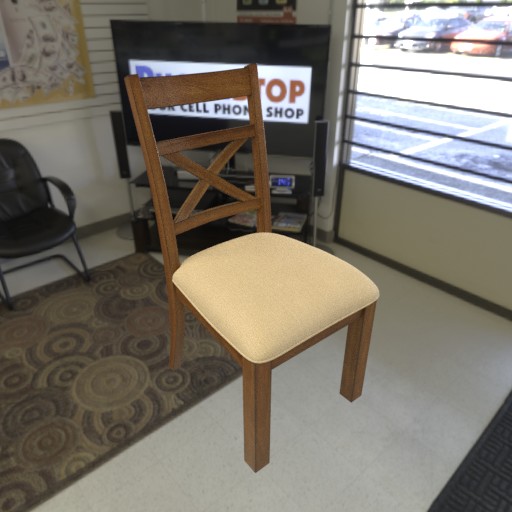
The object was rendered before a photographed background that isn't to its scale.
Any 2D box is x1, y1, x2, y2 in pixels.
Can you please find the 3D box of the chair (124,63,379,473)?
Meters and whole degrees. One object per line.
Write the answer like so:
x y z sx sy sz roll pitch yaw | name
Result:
0.000 0.000 1.266 0.461 0.949 0.581 -21 36 -33 | chair
